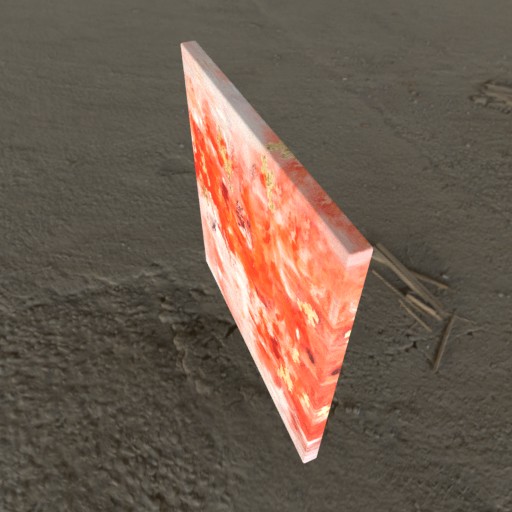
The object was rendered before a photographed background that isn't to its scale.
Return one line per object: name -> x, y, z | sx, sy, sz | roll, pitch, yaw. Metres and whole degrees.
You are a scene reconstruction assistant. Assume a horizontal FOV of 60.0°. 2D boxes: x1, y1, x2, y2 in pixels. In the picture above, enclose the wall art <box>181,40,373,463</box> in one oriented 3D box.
wall art -> 0.000, 0.000, 1.072 | 0.064, 0.746, 0.747 | -17, 49, -16
